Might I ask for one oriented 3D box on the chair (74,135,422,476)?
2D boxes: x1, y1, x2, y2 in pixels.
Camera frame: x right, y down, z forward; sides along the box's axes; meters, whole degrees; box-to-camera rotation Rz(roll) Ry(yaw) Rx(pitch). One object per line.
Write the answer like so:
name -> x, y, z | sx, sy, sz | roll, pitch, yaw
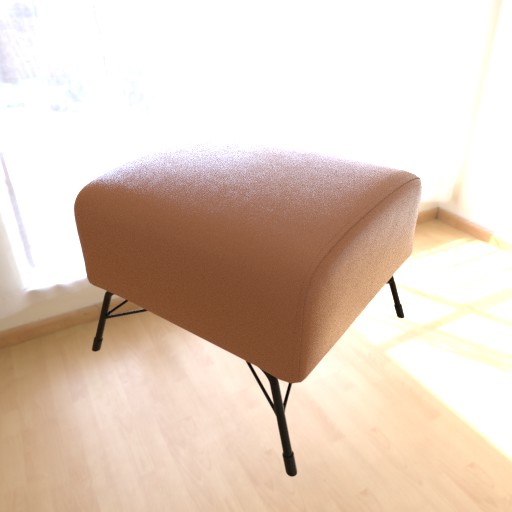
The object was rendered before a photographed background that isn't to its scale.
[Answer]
chair -> 0.000, 0.000, 0.939 | 0.530, 0.410, 0.530 | 20, 35, 30
